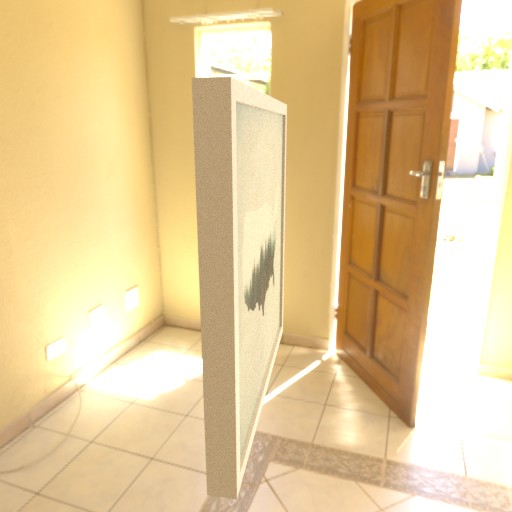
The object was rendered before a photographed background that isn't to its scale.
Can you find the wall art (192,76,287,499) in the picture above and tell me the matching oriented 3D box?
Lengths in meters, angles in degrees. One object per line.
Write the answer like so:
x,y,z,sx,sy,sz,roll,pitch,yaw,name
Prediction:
0.000,0.000,0.447,0.024,0.304,0.304,3,16,10,wall art
